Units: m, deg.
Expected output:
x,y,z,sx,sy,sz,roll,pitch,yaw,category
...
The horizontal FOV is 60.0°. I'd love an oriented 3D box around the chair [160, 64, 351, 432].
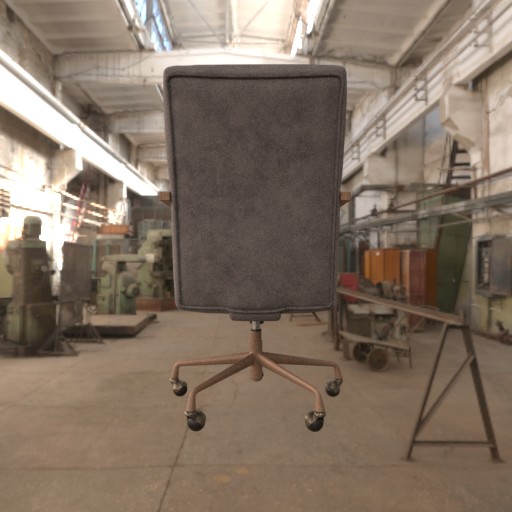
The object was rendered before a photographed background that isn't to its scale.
x,y,z,sx,sy,sz,roll,pitch,yaw,category
0.000,0.000,1.505,0.640,1.029,0.741,0,-1,1,chair
